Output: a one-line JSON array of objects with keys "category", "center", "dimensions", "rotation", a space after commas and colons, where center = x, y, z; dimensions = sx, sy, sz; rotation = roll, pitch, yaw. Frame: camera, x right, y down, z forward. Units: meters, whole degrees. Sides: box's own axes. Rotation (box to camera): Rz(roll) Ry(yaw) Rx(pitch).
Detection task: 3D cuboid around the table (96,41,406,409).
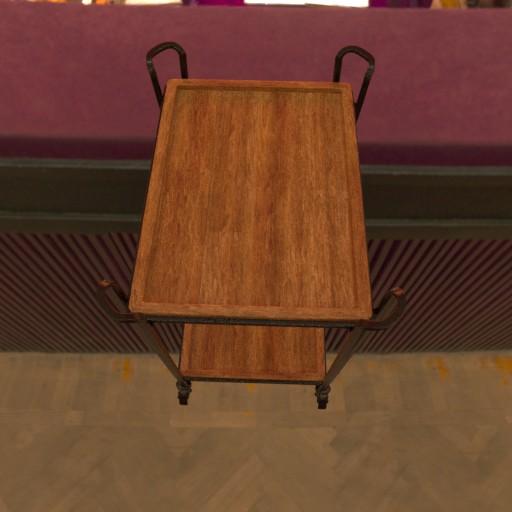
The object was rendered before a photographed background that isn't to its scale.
[{"category": "table", "center": [0.000, 0.000, 1.190], "dimensions": [0.505, 0.785, 0.672], "rotation": [2, 63, 1]}]
